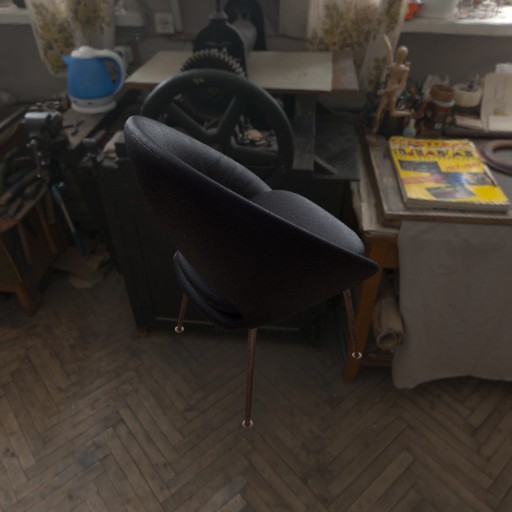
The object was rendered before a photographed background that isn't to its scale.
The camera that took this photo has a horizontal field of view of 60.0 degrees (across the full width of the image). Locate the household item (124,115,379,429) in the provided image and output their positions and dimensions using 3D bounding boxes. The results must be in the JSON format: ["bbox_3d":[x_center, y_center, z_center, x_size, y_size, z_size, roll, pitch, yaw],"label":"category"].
[{"bbox_3d":[0.000,0.000,1.261,0.573,0.852,0.623,-24,45,-26],"label":"household item"}]
